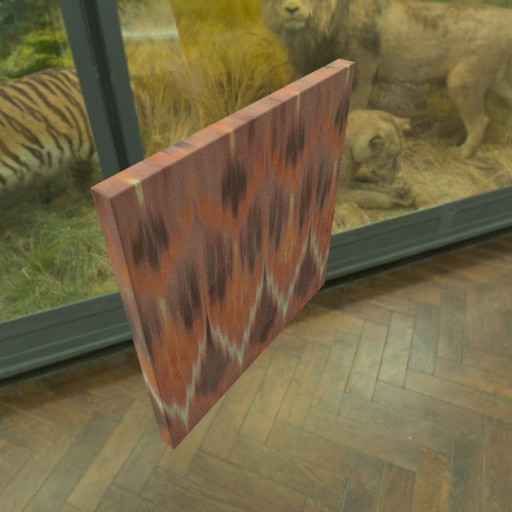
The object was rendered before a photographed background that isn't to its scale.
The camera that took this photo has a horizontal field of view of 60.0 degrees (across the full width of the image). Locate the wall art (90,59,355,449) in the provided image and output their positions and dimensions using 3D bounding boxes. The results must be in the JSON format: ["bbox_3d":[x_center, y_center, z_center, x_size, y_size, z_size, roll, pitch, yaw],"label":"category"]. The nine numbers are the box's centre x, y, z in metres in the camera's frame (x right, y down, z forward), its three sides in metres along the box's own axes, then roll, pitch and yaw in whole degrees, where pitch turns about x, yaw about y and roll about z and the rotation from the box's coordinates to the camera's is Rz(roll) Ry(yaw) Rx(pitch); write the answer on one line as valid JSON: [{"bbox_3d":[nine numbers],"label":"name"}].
[{"bbox_3d":[0.000,0.000,0.894,0.037,0.609,0.603,26,47,27],"label":"wall art"}]
